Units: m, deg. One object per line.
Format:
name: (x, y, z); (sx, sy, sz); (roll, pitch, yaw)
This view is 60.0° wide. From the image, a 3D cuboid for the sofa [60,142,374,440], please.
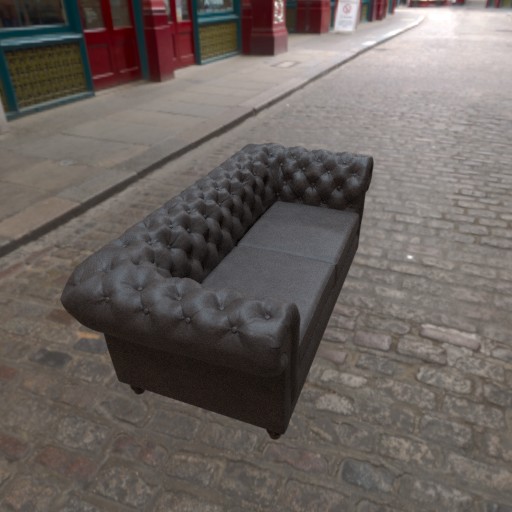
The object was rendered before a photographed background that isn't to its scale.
sofa: (0.000, 0.000, 2.492); (0.944, 0.779, 2.048); (11, 32, 18)
